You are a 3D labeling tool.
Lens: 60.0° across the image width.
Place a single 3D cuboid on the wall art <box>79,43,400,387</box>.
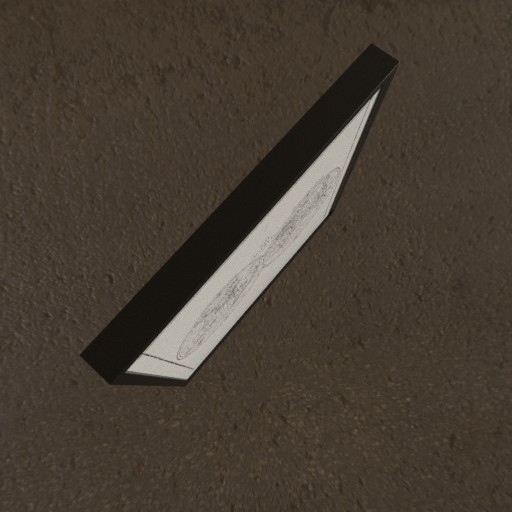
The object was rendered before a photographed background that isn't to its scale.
[{"bbox_3d":[0.000,0.000,0.476,0.029,0.318,0.327,39,77,11],"label":"wall art"}]
